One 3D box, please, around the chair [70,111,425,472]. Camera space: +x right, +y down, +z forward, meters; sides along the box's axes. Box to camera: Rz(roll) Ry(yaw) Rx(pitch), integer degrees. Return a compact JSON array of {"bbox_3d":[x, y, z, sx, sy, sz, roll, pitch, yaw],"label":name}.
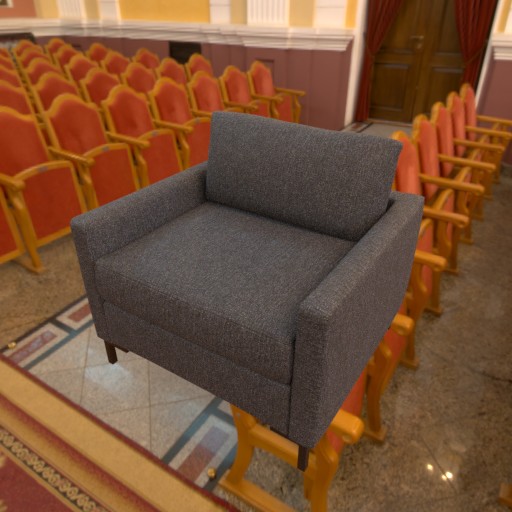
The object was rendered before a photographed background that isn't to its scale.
[{"bbox_3d":[0.000,0.000,1.626,0.963,0.861,0.866,18,35,28],"label":"chair"}]
